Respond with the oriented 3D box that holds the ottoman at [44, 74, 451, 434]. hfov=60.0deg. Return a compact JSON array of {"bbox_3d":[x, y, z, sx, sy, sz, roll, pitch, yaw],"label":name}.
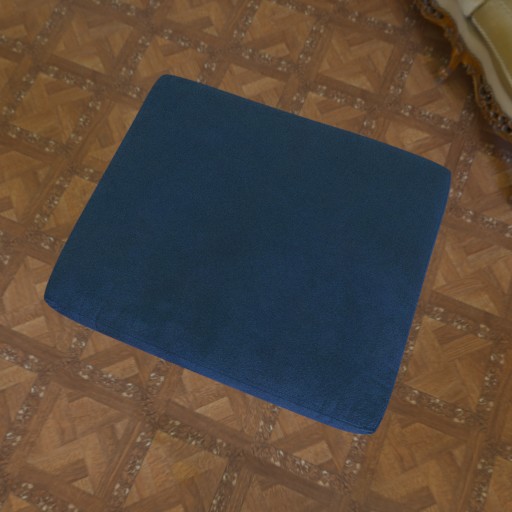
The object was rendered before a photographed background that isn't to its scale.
[{"bbox_3d":[0.000,0.000,1.161,0.794,0.485,0.655,20,74,6],"label":"ottoman"}]
